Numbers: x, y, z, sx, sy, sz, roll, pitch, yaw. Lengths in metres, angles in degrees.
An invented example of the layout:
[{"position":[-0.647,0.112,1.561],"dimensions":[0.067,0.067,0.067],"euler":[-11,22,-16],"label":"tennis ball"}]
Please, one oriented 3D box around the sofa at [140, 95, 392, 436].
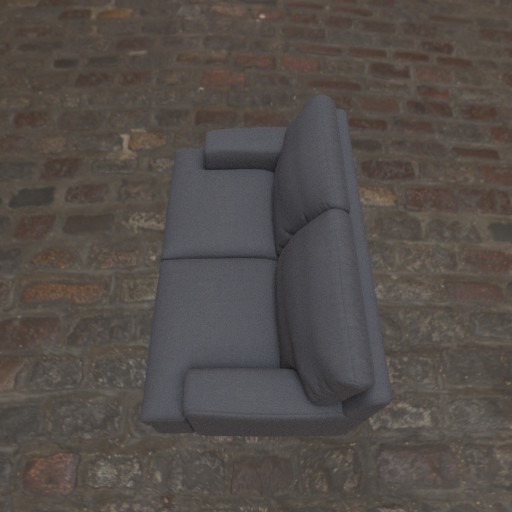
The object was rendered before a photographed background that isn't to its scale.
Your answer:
[{"position":[0.000,0.000,2.558],"dimensions":[1.143,0.940,1.880],"euler":[0,58,0],"label":"sofa"}]
